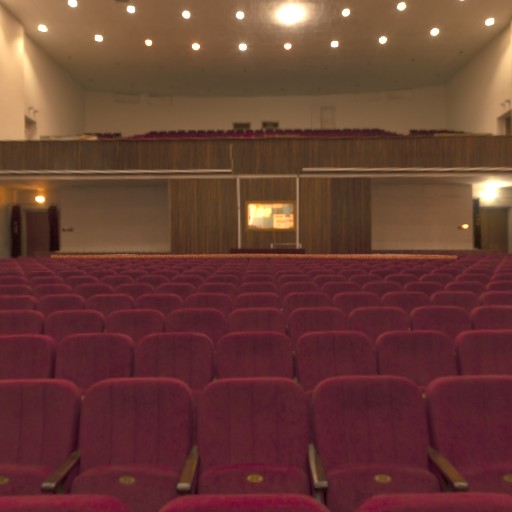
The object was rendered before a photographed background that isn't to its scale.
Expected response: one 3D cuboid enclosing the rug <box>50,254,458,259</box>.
[{"bbox_3d":[0.000,0.000,4.993,2.873,0.053,3.778,0,0,1],"label":"rug"}]
